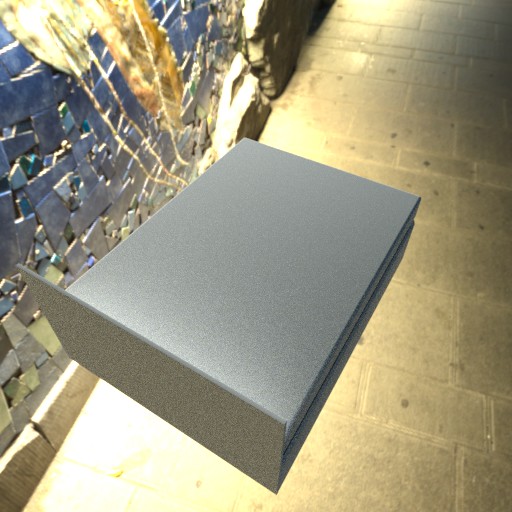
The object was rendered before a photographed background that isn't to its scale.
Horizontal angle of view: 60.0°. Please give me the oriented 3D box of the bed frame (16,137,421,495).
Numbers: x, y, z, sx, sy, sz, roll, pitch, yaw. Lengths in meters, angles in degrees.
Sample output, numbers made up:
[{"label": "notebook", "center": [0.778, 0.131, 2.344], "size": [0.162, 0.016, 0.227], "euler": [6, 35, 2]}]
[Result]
[{"label": "bed frame", "center": [0.000, 0.000, 2.610], "size": [1.400, 0.800, 1.900], "euler": [24, 51, 21]}]
